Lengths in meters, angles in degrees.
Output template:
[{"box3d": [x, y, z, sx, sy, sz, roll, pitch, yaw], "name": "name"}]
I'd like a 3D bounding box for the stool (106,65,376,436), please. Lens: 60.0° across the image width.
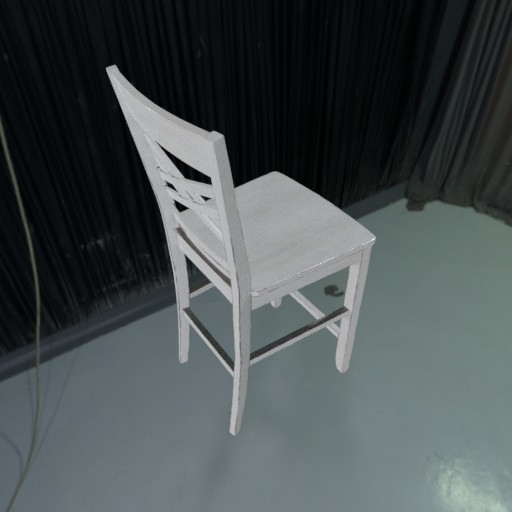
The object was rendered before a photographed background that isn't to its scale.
[{"box3d": [0.000, 0.000, 1.331, 0.539, 1.079, 0.462, -25, 47, -27], "name": "stool"}]
